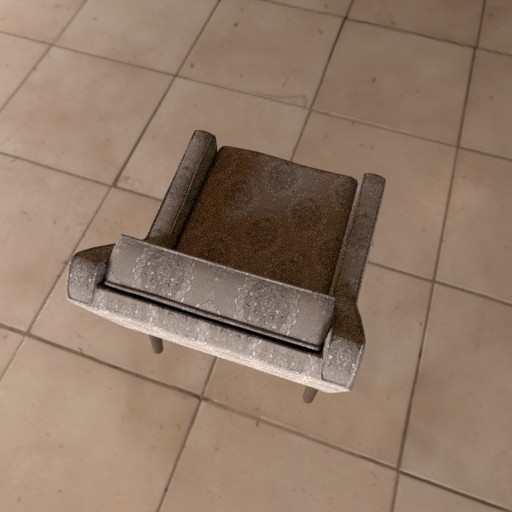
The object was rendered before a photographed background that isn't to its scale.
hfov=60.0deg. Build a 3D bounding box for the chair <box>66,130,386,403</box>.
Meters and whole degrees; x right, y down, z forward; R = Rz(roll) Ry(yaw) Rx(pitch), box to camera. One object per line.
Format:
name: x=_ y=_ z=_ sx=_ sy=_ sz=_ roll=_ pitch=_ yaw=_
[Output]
chair: x=0.000 y=0.000 z=1.374 sx=0.665 sy=0.797 sz=0.750 roll=16 pitch=65 yaw=8
